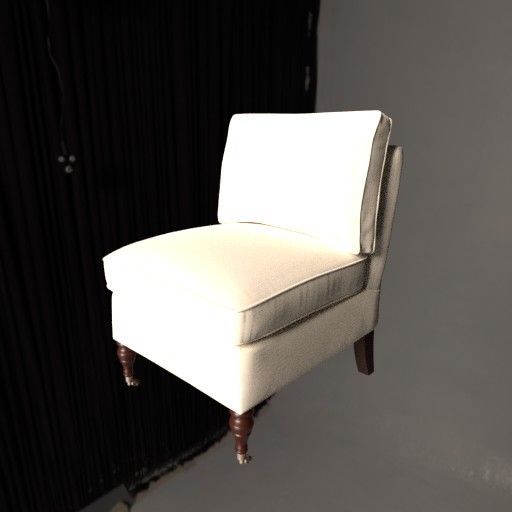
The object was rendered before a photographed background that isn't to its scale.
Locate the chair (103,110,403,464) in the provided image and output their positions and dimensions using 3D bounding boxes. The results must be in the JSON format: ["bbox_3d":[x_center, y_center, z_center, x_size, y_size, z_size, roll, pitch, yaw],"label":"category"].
[{"bbox_3d":[0.000,0.000,1.425,0.630,0.887,0.781,15,22,41],"label":"chair"}]
